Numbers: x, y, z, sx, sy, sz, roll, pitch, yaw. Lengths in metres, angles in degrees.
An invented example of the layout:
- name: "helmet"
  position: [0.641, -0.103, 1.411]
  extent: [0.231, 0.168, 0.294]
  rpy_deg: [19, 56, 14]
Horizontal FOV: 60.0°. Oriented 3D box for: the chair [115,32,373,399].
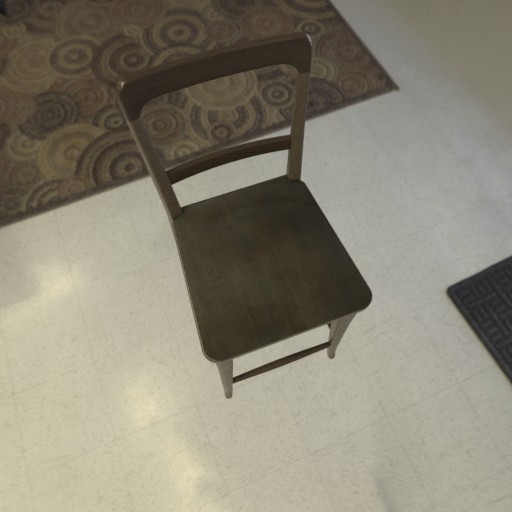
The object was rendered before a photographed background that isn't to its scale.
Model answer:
- name: "chair"
  position: [0.000, 0.000, 1.271]
  extent: [0.450, 0.991, 0.546]
  rpy_deg: [-19, 66, -9]
